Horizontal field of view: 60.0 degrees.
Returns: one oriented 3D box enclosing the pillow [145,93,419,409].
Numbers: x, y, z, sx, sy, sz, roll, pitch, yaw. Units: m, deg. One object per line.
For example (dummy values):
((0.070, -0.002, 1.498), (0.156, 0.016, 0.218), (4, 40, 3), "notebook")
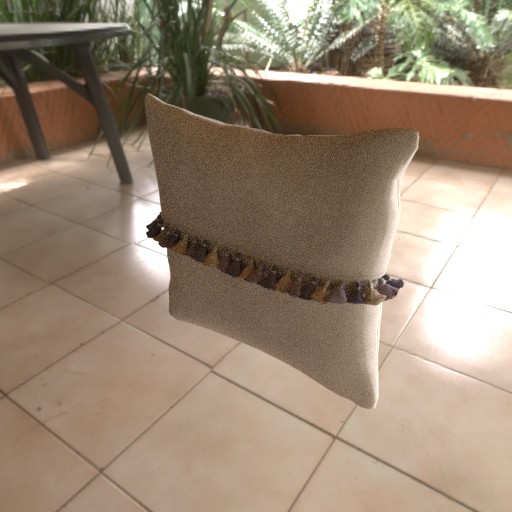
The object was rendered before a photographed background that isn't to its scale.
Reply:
((0.000, 0.000, 0.754), (0.489, 0.481, 0.165), (18, 34, 29), "pillow")
